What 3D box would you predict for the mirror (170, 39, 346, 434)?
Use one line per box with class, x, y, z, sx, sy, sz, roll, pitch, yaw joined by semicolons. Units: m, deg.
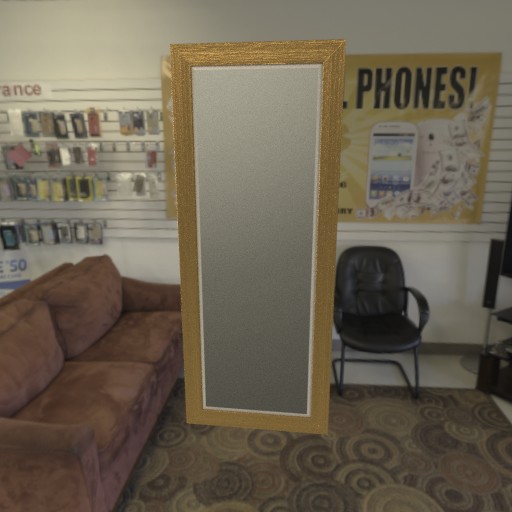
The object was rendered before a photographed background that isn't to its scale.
mirror;0.000;0.000;2.292;0.812;2.031;0.025;2;15;7
